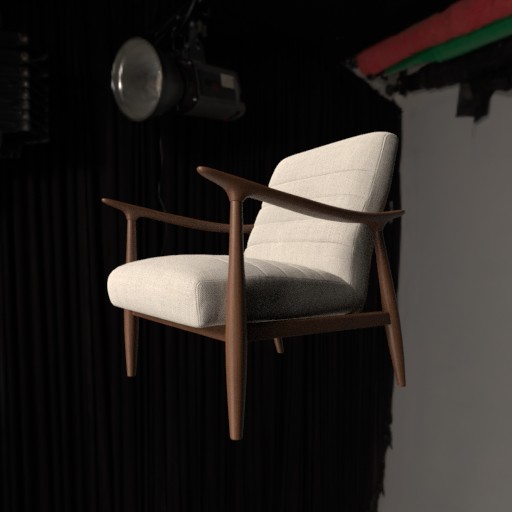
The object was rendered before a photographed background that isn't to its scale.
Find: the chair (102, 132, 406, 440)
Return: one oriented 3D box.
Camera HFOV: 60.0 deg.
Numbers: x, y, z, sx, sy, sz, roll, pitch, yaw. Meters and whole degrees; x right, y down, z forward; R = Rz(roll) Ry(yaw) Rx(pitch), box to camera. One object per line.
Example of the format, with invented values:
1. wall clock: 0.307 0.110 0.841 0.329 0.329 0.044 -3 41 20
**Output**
1. chair: 0.000 0.000 1.453 0.798 0.832 0.741 0 0 -36
